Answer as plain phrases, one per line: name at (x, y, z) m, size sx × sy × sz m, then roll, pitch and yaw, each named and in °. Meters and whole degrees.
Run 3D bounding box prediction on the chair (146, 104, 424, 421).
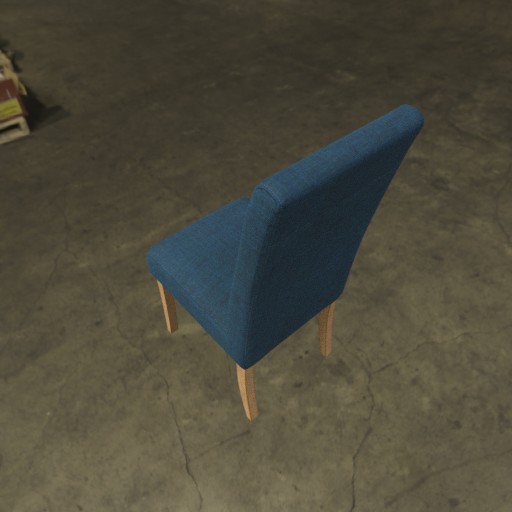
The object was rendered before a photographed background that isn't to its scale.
chair at (0.000, 0.000, 1.345) m, size 0.450 × 1.029 × 0.610 m, roll -33°, pitch 54°, yaw -28°
